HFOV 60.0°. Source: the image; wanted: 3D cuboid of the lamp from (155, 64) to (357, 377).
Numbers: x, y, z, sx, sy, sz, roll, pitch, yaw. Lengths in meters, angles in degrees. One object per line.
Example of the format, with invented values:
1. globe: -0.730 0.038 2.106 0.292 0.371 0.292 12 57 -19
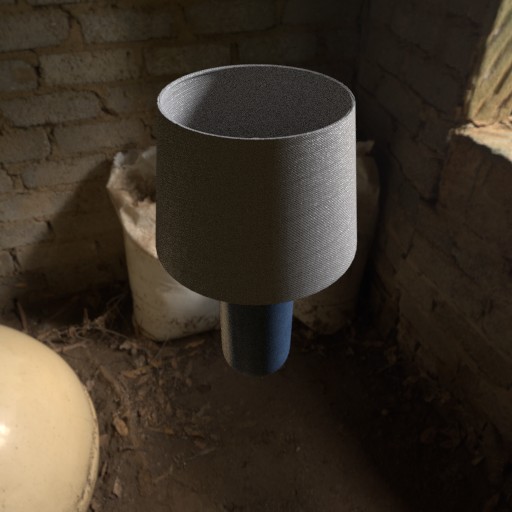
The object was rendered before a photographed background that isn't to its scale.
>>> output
1. lamp: 0.000 0.000 0.590 0.253 0.428 0.253 0 40 0
